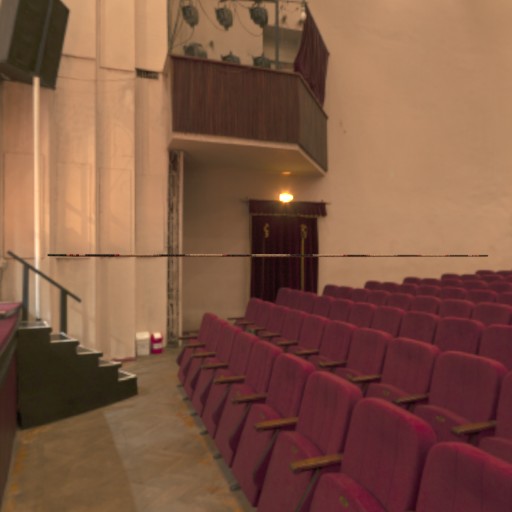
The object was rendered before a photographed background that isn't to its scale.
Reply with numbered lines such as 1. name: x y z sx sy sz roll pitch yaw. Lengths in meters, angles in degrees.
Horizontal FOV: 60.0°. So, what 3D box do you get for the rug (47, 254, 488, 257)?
1. rug: 0.000 0.000 2.299 1.825 0.009 1.221 0 0 -18
